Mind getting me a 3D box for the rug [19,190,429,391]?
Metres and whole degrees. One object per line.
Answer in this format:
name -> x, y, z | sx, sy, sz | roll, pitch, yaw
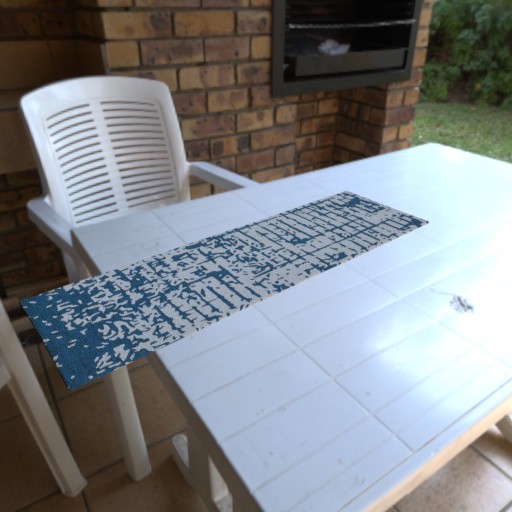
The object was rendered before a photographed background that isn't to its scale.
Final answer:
rug -> 0.000, 0.000, 2.617 | 2.435, 0.011, 0.750 | -21, 36, -33
